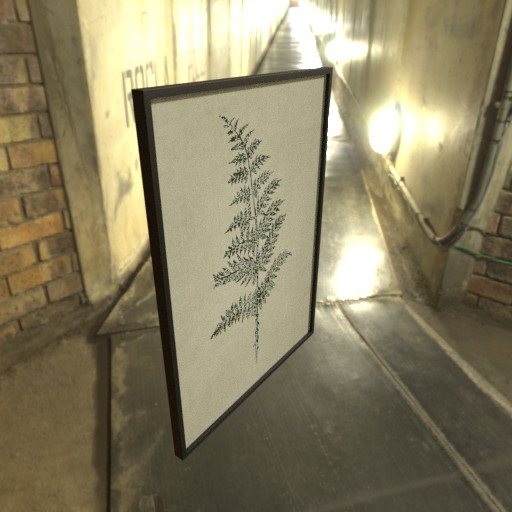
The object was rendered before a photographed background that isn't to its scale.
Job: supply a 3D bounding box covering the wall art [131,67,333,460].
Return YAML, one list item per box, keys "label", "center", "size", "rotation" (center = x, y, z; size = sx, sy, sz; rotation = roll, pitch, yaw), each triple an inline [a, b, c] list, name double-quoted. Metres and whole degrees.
- label: "wall art"
  center: [0.000, 0.000, 1.414]
  size: [0.036, 1.070, 0.802]
  rotation: [18, 32, 32]
